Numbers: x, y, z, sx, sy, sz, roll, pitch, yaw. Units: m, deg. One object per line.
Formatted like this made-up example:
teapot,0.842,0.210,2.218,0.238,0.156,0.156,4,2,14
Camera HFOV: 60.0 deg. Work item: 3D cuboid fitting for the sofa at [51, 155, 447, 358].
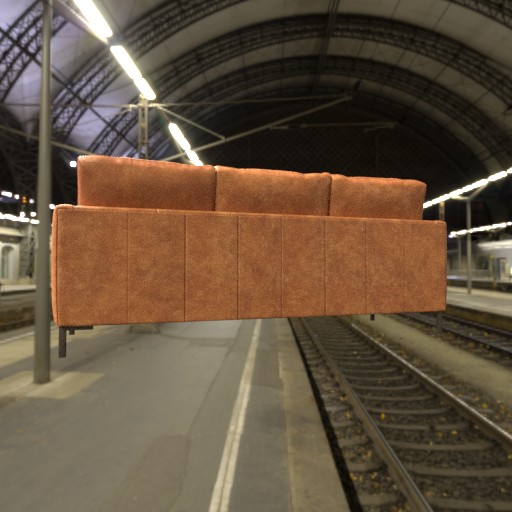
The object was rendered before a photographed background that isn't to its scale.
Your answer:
sofa,0.000,0.000,2.476,2.029,0.863,0.748,0,-1,-19
